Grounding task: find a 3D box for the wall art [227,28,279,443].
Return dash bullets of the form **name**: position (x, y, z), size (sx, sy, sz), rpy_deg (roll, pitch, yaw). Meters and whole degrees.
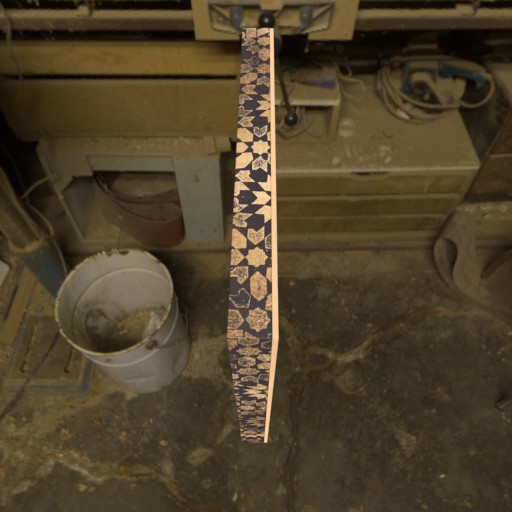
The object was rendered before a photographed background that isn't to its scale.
- **wall art**: position (0.000, 0.000, 0.604), size (0.038, 0.405, 0.405), rpy_deg (1, 57, 0)
